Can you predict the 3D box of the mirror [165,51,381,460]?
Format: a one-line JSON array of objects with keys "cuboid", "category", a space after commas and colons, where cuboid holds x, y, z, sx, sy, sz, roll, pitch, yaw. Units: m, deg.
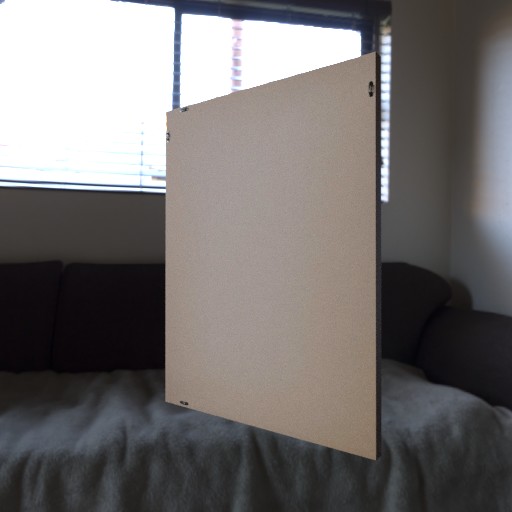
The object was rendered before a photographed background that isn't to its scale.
[{"cuboid": [0.000, 0.000, 1.338, 0.762, 1.016, 0.040, 0, 0, 36], "category": "mirror"}]
